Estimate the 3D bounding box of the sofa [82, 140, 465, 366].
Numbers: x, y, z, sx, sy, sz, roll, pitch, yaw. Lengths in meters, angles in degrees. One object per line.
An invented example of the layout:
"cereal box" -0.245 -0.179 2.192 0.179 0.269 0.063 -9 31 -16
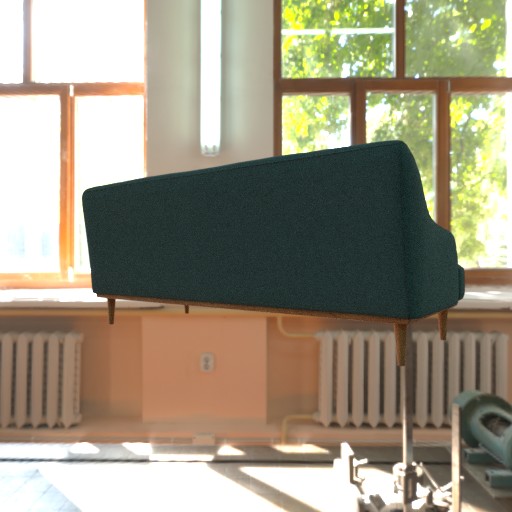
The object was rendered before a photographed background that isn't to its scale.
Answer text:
"sofa" 0.000 0.000 2.548 2.057 0.871 0.978 0 0 36
